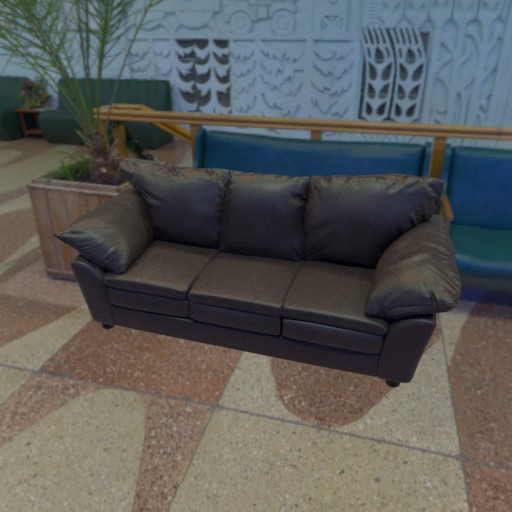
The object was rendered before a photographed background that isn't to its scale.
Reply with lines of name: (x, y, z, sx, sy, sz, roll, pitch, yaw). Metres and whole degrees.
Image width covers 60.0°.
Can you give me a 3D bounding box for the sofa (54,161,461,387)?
sofa: (0.000, 0.000, 2.899, 2.390, 1.091, 0.907, 8, 27, 15)
